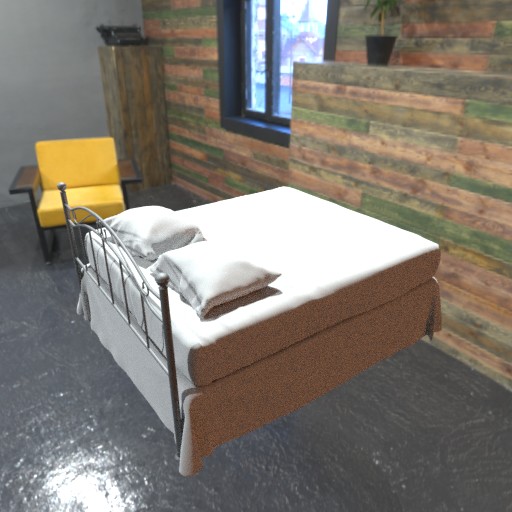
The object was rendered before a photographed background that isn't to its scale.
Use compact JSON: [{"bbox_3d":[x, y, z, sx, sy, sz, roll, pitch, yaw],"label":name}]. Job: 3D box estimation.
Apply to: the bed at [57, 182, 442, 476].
[{"bbox_3d":[0.000,0.000,3.199,2.215,1.080,1.936,-18,31,-32],"label":"bed"}]
